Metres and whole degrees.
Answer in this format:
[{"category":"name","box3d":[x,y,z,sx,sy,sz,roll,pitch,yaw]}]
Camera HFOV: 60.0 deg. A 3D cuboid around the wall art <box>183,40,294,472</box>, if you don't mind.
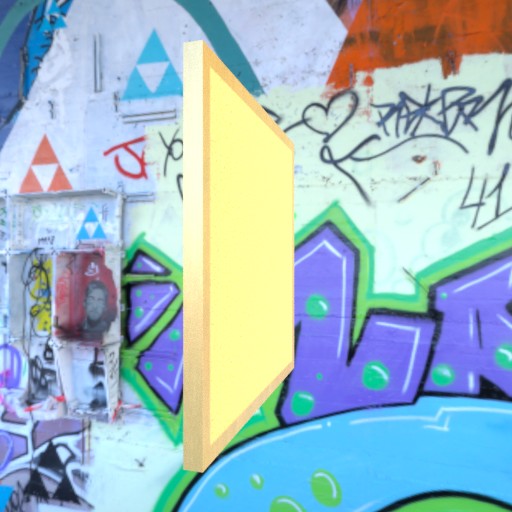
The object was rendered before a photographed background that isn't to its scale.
[{"category":"wall art","box3d":[0.000,0.000,2.921,0.097,1.936,1.935,0,0,17]}]
